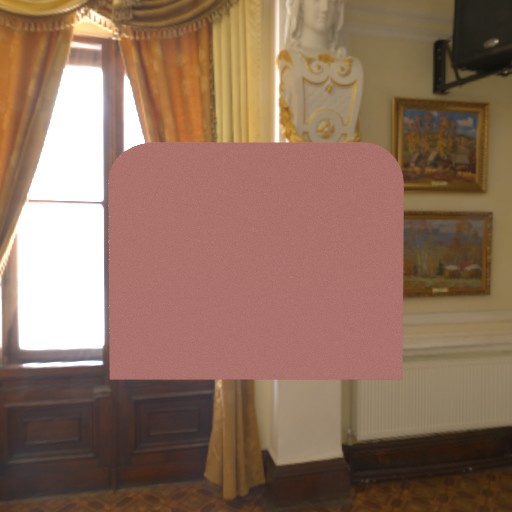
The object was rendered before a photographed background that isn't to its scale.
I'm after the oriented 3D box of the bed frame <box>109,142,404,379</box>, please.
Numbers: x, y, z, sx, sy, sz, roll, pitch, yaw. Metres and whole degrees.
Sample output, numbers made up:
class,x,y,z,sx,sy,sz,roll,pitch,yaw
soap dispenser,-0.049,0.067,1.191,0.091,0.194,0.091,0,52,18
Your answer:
class,x,y,z,sx,sy,sz,roll,pitch,yaw
bed frame,0.000,0.000,2.483,0.998,0.805,1.963,0,1,0
